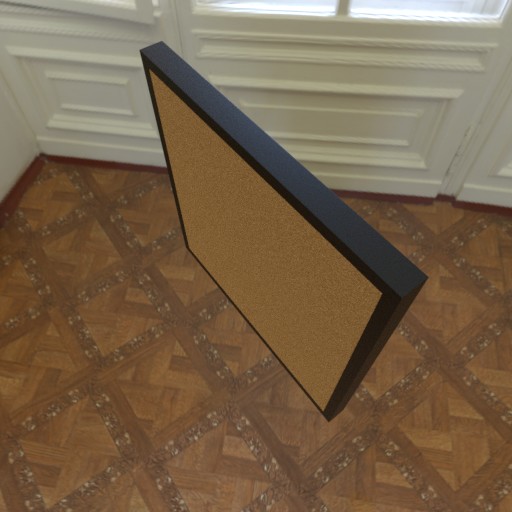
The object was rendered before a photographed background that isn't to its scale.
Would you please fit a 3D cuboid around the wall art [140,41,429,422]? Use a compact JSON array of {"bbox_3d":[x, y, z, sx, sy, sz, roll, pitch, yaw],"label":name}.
[{"bbox_3d":[0.000,0.000,0.750,0.038,0.508,0.508,-32,63,-19],"label":"wall art"}]
